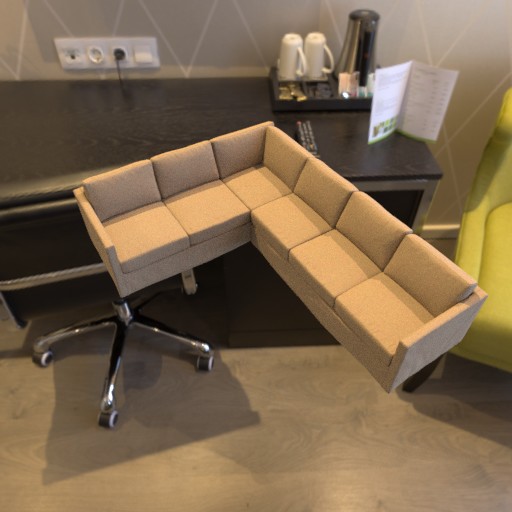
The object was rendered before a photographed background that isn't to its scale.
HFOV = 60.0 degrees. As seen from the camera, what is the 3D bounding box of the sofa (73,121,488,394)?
[{"bbox_3d":[0.000,0.000,4.205,2.432,0.871,3.182,-25,51,-22],"label":"sofa"}]
